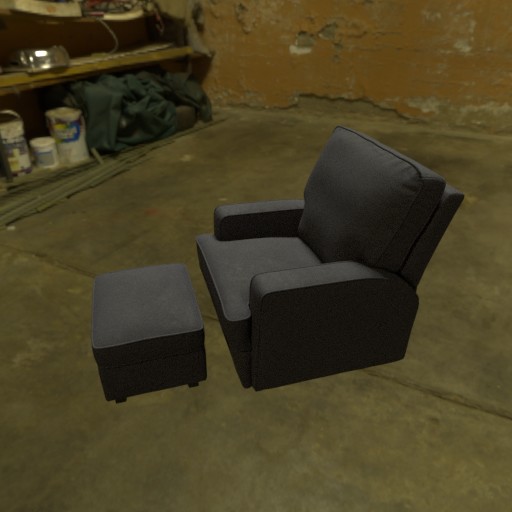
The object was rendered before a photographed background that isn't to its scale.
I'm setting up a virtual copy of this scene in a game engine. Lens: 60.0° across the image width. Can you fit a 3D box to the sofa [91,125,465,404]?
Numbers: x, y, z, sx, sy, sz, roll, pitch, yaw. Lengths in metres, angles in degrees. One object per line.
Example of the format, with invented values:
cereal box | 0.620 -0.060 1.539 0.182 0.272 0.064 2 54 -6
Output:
sofa | 0.000 0.000 2.009 1.472 0.959 0.861 -8 31 -14
